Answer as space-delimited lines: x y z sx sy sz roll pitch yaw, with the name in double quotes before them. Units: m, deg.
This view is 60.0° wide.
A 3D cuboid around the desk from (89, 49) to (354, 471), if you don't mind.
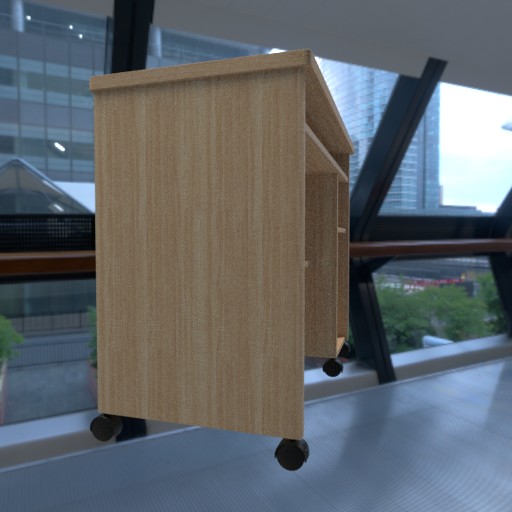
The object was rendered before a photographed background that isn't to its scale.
"desk" 0.000 0.000 1.288 0.480 0.770 0.884 1 2 17
